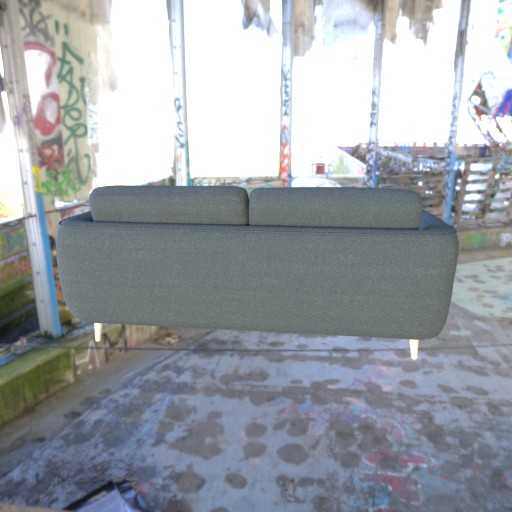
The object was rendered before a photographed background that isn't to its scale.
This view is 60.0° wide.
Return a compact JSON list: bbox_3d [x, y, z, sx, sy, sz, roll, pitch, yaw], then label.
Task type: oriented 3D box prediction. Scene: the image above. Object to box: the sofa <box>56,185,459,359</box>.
[{"bbox_3d":[0.000,0.000,2.527,2.000,0.850,0.920,2,15,7],"label":"sofa"}]
